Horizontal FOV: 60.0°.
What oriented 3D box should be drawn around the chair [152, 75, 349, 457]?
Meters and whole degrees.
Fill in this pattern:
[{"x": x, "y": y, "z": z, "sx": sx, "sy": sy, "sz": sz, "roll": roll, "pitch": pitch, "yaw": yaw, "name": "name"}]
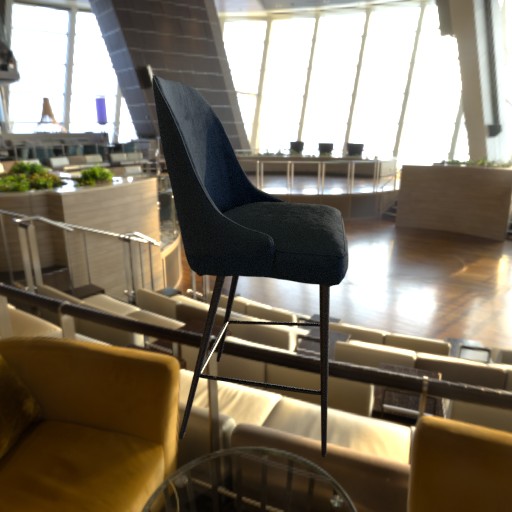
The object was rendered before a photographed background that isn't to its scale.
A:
[{"x": 0.000, "y": 0.000, "z": 1.234, "sx": 0.489, "sy": 0.927, "sz": 0.526, "roll": 3, "pitch": 17, "yaw": 9, "name": "chair"}]
